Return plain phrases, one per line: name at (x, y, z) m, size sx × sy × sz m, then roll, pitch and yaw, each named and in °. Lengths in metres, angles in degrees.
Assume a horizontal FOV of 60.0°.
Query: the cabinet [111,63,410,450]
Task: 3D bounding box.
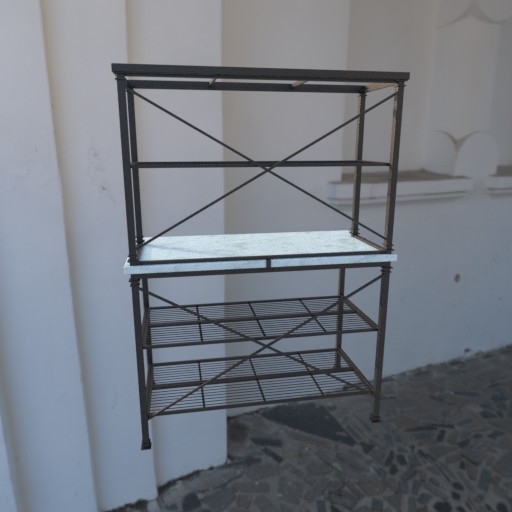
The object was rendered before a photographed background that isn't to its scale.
cabinet at (0.000, 0.000, 2.213) m, size 1.210 × 1.659 × 0.610 m, roll -3°, pitch 14°, yaw -10°
